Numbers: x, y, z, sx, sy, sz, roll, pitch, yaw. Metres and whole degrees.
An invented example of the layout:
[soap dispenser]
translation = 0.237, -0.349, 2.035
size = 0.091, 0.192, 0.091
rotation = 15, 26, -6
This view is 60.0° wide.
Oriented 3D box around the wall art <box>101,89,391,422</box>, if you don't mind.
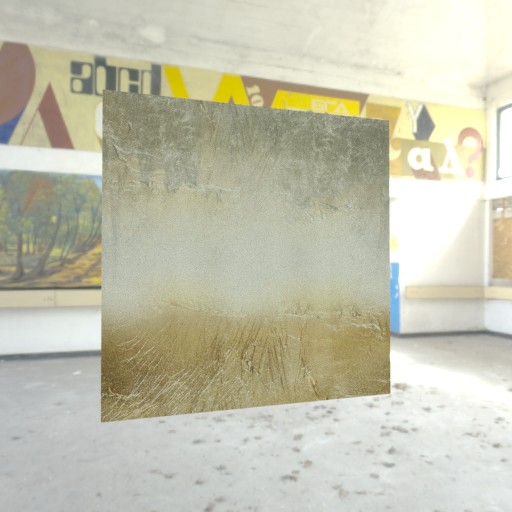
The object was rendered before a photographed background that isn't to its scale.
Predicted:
[wall art]
translation = 0.000, 0.000, 0.618
size = 0.405, 0.407, 0.038
rotation = 0, -1, -17
